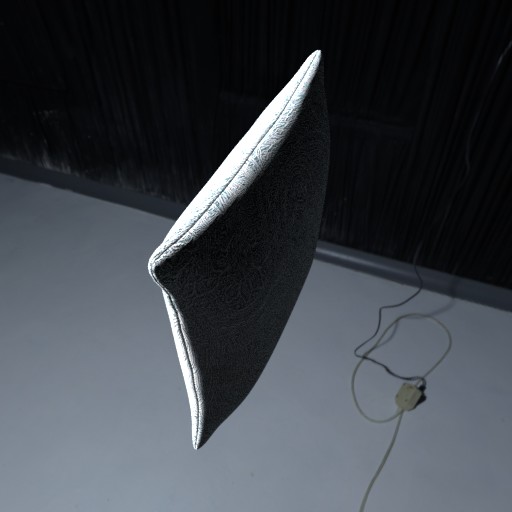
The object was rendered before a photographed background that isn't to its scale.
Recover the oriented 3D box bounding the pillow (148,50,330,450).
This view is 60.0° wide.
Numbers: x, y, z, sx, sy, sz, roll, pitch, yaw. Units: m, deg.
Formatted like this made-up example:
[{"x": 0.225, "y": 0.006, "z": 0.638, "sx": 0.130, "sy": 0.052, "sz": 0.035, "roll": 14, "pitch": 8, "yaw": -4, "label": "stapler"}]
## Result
[{"x": 0.000, "y": 0.000, "z": 0.766, "sx": 0.166, "sy": 0.507, "sz": 0.526, "roll": 18, "pitch": 50, "yaw": 15, "label": "pillow"}]
